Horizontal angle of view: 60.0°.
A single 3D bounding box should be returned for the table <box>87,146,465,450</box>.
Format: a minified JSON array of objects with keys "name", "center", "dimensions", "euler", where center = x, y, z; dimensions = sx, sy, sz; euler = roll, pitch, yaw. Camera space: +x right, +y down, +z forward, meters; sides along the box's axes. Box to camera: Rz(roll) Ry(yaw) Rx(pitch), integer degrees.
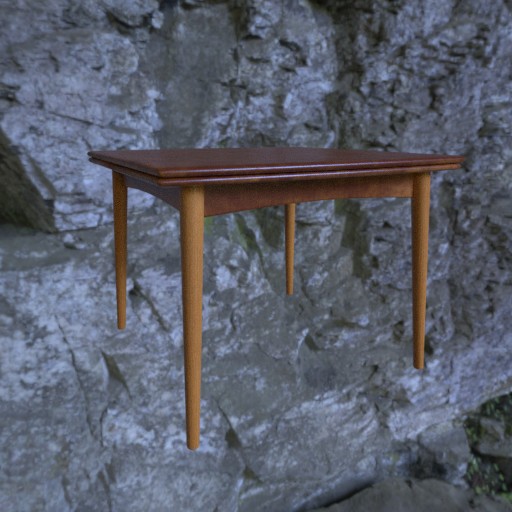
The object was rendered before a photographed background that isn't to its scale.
[{"name":"table","center":[0.000,0.000,1.663],"dimensions":[0.991,0.754,0.991],"euler":[-9,18,-28]}]
